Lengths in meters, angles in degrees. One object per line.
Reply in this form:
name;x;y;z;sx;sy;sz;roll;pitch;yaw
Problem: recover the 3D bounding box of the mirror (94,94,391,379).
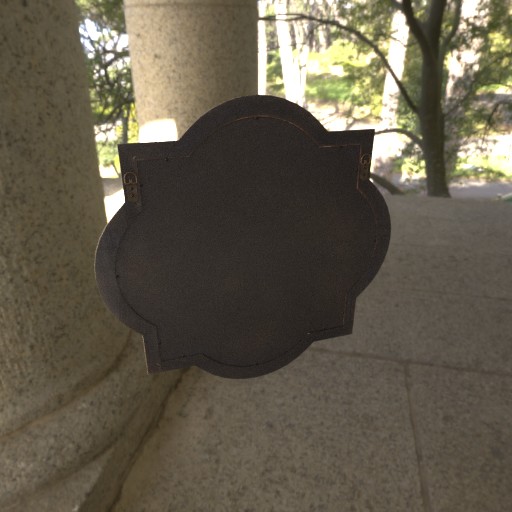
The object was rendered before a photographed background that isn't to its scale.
mirror;0.000;0.000;1.023;0.686;0.686;0.019;-8;27;-16
